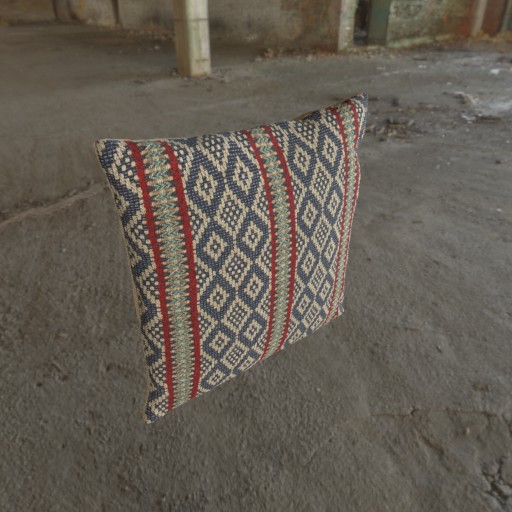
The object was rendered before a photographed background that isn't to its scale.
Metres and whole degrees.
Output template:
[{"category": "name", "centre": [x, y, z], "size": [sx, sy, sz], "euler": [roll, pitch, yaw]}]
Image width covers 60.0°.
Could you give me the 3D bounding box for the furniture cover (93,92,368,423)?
[{"category": "furniture cover", "centre": [0.000, 0.000, 0.676], "size": [0.431, 0.431, 0.139], "euler": [-22, 37, -32]}]
